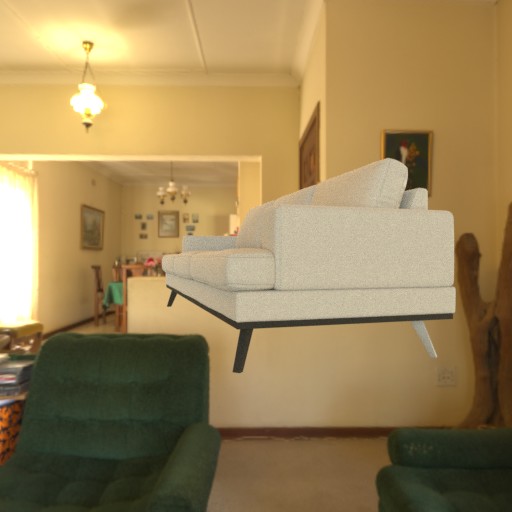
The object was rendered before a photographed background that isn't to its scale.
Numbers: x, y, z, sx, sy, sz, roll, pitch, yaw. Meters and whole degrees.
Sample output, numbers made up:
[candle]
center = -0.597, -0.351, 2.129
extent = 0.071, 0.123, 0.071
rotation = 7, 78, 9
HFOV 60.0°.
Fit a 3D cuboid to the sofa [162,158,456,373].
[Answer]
[sofa]
center = 0.000, 0.000, 2.680
extent = 0.920, 0.810, 2.310
rotation = 0, 0, -17
